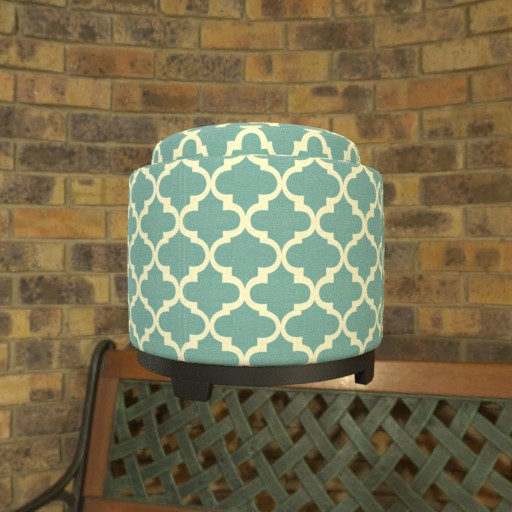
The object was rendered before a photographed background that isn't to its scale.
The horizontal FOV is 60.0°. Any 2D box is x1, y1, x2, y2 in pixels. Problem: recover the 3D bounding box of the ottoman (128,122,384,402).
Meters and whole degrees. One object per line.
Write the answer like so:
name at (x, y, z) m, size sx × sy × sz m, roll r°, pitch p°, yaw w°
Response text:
ottoman at (0.000, 0.000, 0.862) m, size 0.480 × 0.429 × 0.480 m, roll 0°, pitch 0°, yaw 0°
